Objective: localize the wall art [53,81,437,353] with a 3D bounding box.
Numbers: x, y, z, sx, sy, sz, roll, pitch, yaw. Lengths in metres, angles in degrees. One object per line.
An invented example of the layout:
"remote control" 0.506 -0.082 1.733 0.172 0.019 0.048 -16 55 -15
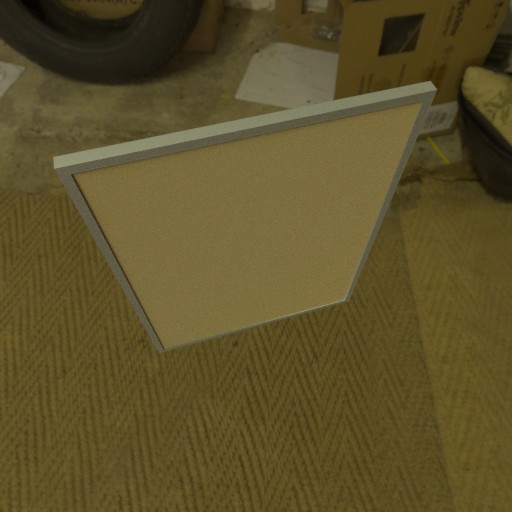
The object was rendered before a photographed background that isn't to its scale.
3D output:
"wall art" 0.000 0.000 1.333 0.789 1.042 0.034 -14 60 -8
